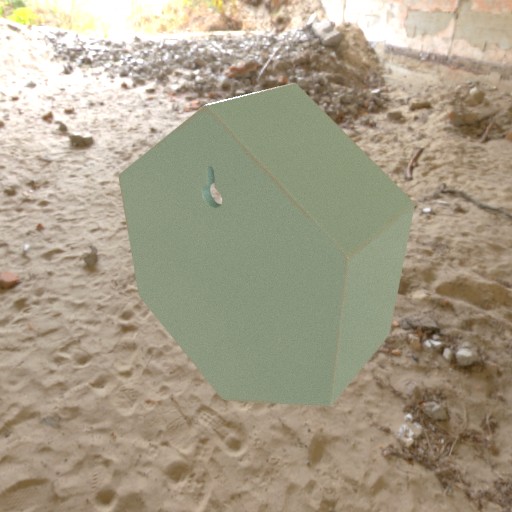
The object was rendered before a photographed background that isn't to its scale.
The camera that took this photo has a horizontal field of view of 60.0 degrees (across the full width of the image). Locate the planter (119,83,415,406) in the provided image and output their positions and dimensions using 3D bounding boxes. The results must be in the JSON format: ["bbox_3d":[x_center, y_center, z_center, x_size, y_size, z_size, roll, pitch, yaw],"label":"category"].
[{"bbox_3d":[0.000,0.000,0.293,0.169,0.207,0.078,22,37,33],"label":"planter"}]
